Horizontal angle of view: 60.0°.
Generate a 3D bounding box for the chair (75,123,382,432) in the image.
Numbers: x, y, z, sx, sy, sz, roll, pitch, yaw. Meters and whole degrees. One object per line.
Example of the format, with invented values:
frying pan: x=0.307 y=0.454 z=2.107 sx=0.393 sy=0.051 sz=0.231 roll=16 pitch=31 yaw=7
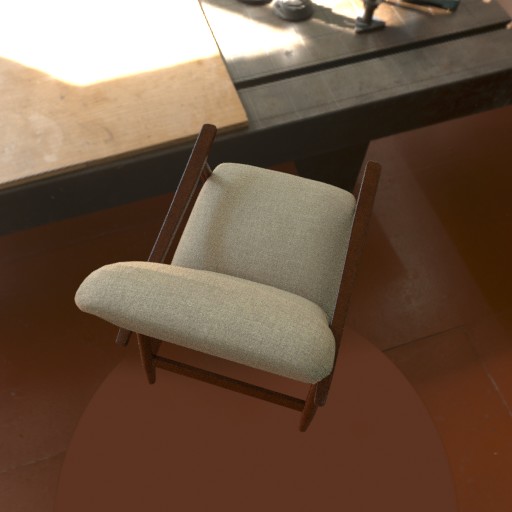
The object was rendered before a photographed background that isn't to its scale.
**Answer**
chair: x=0.000 y=0.000 z=1.683 sx=0.762 sy=1.082 sz=1.014 roll=15 pitch=63 yaw=8
